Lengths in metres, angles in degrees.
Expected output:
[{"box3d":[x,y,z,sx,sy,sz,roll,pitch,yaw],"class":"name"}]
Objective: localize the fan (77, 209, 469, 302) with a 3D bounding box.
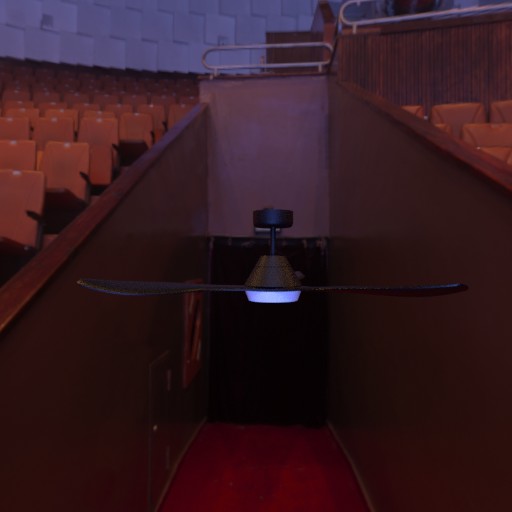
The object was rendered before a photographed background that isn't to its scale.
[{"box3d":[0.000,0.000,1.624,1.067,0.305,1.067,0,0,0],"class":"fan"}]
